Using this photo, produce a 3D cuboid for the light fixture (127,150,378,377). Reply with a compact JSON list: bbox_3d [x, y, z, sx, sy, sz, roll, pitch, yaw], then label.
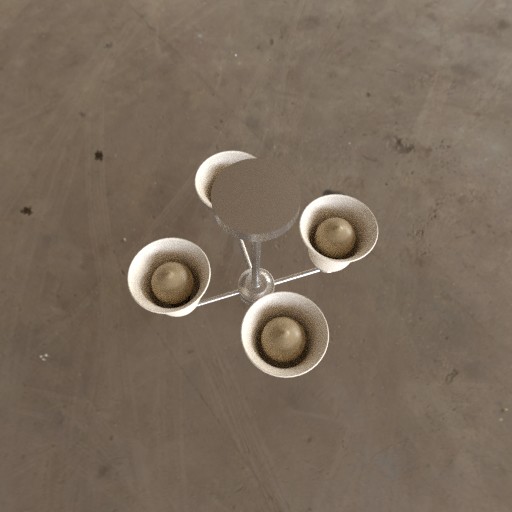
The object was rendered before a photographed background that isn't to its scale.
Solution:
[{"bbox_3d":[0.000,0.000,0.754,0.427,0.370,0.427,-16,65,-7],"label":"light fixture"}]
